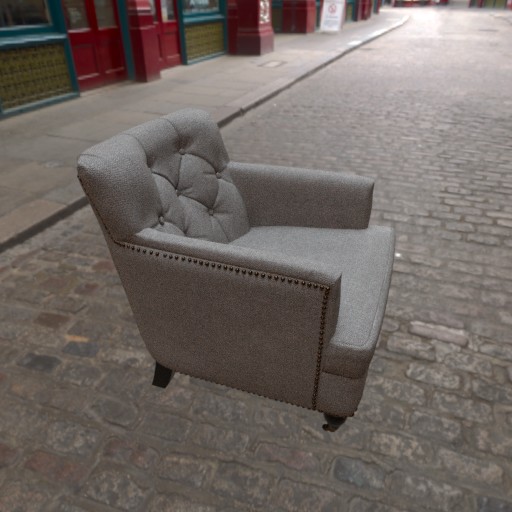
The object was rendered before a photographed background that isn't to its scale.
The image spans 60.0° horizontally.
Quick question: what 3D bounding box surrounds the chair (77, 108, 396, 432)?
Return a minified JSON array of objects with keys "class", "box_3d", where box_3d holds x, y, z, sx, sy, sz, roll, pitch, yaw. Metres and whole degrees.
[{"class":"chair","box_3d":[0.000,0.000,1.526,0.902,0.823,0.737,10,32,17]}]
